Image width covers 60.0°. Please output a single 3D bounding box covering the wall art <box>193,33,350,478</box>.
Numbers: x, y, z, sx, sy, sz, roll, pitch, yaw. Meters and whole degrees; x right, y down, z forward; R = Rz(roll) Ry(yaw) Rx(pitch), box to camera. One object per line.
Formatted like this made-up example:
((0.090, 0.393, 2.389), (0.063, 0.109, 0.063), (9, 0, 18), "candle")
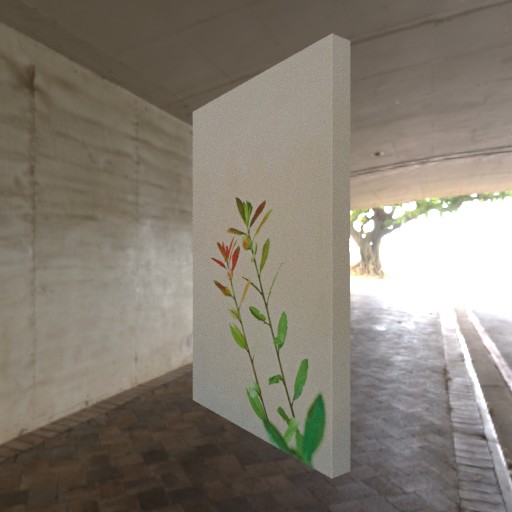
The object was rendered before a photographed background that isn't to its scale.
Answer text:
((0.000, 0.000, 0.784), (0.038, 0.611, 0.408), (0, 0, -36), "wall art")
